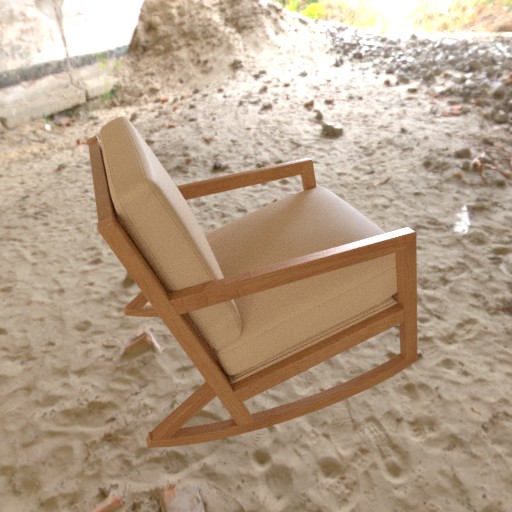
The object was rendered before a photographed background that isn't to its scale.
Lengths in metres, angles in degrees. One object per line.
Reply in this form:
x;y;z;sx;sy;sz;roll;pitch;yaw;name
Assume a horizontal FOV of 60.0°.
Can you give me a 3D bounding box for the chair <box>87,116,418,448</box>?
0.000;0.000;1.370;0.857;0.790;0.622;-11;32;-17;chair
